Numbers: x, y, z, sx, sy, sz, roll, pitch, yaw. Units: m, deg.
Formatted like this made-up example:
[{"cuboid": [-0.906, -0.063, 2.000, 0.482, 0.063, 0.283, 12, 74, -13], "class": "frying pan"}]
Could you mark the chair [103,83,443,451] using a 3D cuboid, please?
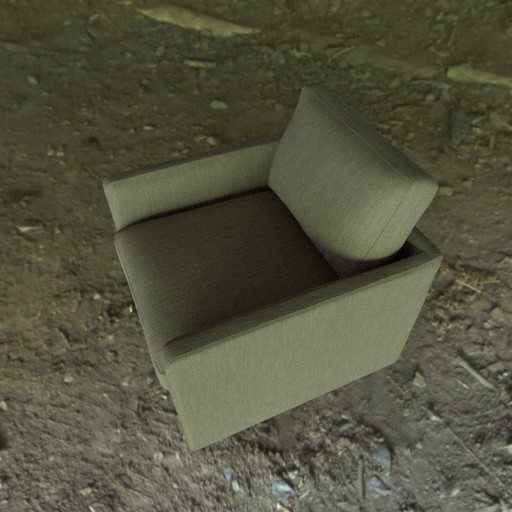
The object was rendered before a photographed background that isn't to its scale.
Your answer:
[{"cuboid": [0.000, 0.000, 1.469, 0.834, 0.811, 0.763, -18, 50, -16], "class": "chair"}]
